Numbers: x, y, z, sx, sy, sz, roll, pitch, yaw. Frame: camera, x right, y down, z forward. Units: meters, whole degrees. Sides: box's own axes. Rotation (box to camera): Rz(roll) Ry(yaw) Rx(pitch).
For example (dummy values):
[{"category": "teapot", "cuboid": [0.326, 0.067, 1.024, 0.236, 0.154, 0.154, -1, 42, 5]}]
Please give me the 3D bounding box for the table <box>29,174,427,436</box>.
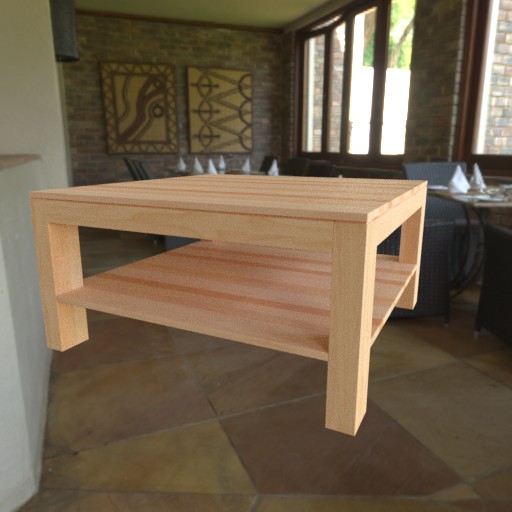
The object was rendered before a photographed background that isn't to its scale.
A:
[{"category": "table", "cuboid": [0.000, 0.000, 1.424, 0.900, 0.450, 0.900, 7, 15, 26]}]
